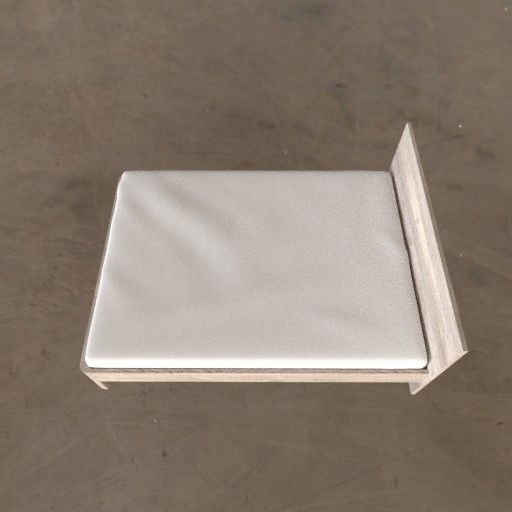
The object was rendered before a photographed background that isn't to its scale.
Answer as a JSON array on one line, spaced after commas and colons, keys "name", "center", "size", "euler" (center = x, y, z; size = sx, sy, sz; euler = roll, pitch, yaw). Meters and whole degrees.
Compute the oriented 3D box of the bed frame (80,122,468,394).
[{"name": "bed frame", "center": [0.000, 0.000, 2.757], "size": [1.950, 0.800, 1.490], "euler": [0, 59, 0]}]
